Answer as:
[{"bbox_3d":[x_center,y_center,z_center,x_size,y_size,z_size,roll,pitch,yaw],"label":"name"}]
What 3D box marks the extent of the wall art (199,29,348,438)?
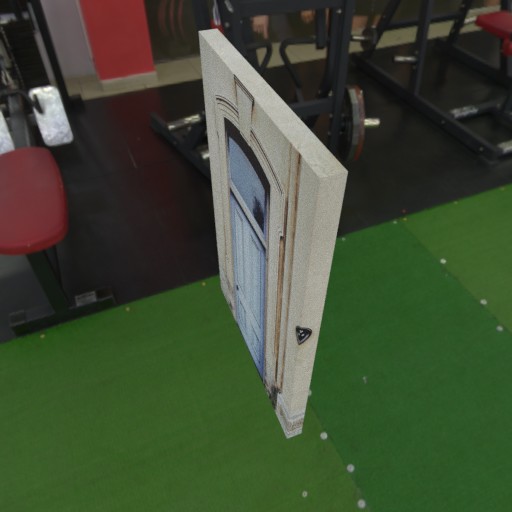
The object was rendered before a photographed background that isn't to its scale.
[{"bbox_3d":[0.000,0.000,0.964,0.038,0.764,0.508,-16,48,-15],"label":"wall art"}]
